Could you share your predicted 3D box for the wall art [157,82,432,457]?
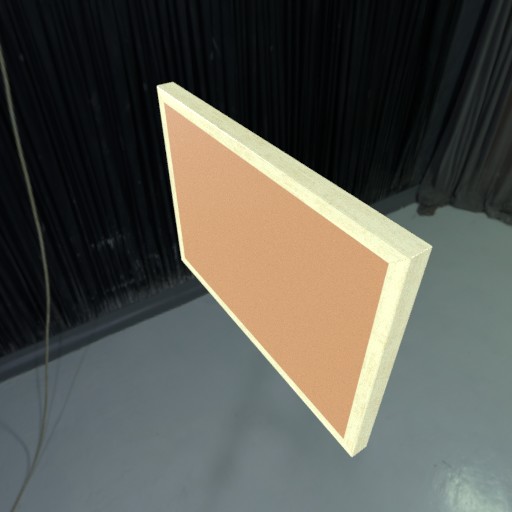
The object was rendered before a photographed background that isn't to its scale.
[{"bbox_3d":[0.000,0.000,0.694,0.032,0.381,0.533,-24,46,-26],"label":"wall art"}]
